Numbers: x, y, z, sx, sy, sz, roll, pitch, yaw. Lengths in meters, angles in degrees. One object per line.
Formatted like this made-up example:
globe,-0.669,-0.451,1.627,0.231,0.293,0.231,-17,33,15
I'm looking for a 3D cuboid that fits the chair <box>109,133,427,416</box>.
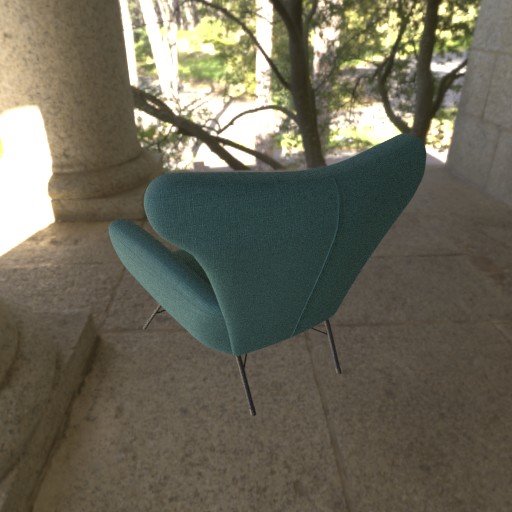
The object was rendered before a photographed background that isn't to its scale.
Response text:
chair,0.000,0.000,1.800,1.050,0.980,0.900,-17,32,-29
